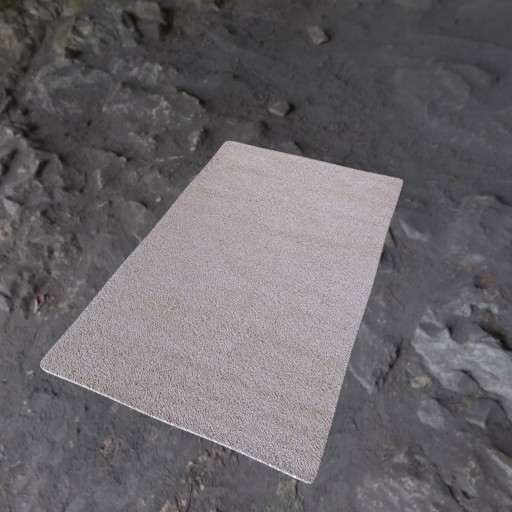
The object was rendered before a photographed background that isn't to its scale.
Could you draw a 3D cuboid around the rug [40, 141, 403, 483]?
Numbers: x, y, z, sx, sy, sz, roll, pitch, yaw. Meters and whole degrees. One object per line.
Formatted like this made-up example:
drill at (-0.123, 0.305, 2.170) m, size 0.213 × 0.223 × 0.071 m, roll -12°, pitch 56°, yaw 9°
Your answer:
rug at (0.000, 0.000, 2.855) m, size 1.500 × 0.026 × 2.349 m, roll 16°, pitch 48°, yaw 15°
